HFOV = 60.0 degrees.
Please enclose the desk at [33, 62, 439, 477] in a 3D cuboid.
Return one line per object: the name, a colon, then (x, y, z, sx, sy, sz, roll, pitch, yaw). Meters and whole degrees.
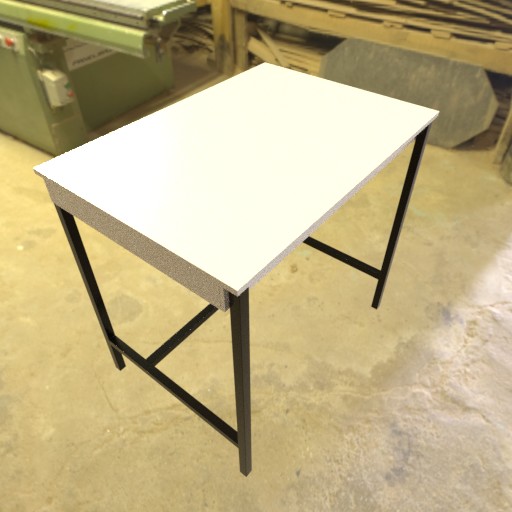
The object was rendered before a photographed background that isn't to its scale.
desk: (0.000, 0.000, 1.309, 0.573, 0.766, 0.811, 28, 50, 27)
